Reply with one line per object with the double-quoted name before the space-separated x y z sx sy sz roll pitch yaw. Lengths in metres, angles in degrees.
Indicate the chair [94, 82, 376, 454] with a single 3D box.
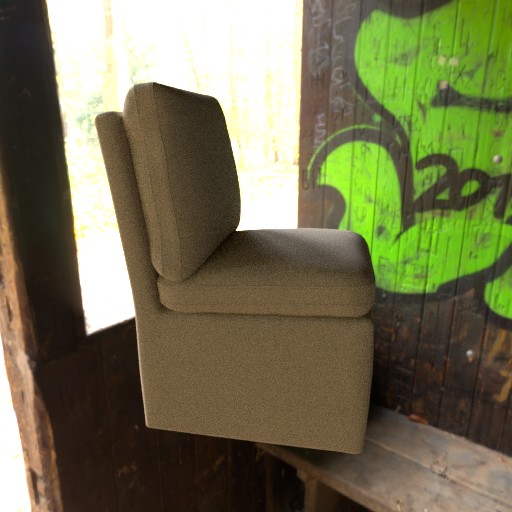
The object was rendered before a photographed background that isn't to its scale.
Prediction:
"chair" 0.000 0.000 1.307 0.698 0.927 0.503 3 16 10
